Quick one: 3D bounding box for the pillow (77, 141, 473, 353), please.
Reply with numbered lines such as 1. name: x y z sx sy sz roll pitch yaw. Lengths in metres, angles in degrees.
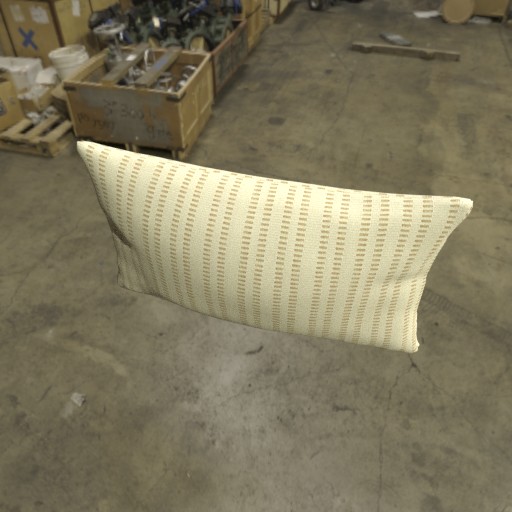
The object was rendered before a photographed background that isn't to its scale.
1. pillow: 0.000 0.000 0.792 0.640 0.353 0.210 11 44 12
